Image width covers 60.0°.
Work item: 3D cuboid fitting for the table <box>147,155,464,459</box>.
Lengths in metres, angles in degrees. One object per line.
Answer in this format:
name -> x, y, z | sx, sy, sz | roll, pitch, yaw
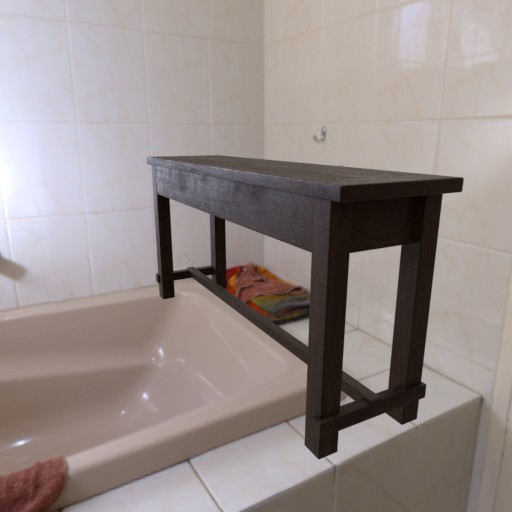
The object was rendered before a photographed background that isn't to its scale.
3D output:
table -> 0.000, 0.000, 1.860 | 0.442, 0.762, 1.599 | -8, 17, -28
